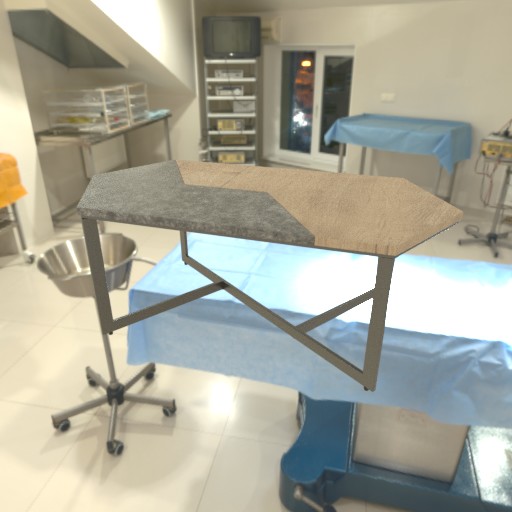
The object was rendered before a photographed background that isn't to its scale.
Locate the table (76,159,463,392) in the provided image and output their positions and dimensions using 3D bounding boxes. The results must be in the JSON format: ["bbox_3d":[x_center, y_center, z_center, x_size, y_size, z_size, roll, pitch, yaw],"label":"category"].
[{"bbox_3d":[0.000,0.000,1.507,1.219,0.457,0.609,8,27,16],"label":"table"}]
